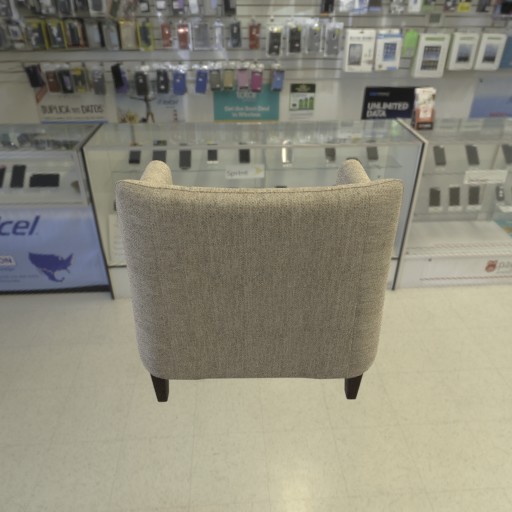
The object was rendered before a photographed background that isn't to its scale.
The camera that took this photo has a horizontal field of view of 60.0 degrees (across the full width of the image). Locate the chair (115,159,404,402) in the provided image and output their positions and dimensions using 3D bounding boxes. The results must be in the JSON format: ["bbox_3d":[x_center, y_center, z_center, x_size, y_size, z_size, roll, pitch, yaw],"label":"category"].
[{"bbox_3d":[0.000,0.000,1.414,0.796,0.761,0.758,-1,32,-1],"label":"chair"}]
